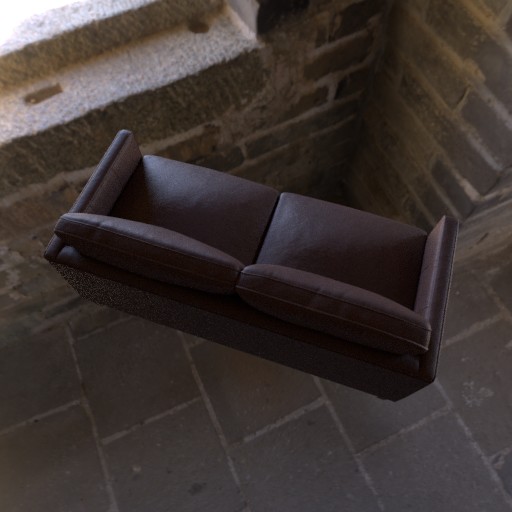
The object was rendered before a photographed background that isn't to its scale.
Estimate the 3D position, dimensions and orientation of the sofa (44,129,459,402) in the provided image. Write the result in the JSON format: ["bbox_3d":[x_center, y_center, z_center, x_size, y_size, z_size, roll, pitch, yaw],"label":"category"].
[{"bbox_3d":[0.000,0.000,2.477,1.971,0.863,0.923,17,64,8],"label":"sofa"}]
